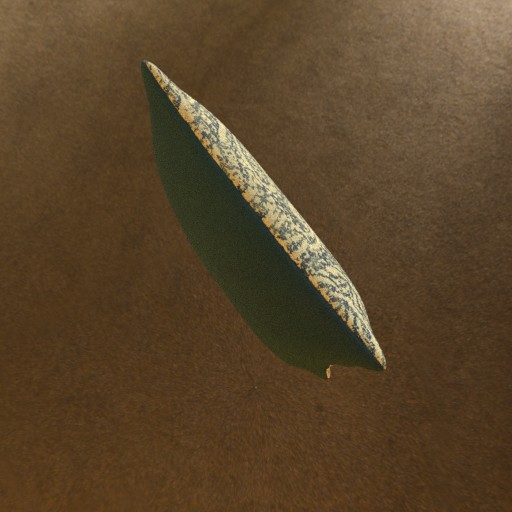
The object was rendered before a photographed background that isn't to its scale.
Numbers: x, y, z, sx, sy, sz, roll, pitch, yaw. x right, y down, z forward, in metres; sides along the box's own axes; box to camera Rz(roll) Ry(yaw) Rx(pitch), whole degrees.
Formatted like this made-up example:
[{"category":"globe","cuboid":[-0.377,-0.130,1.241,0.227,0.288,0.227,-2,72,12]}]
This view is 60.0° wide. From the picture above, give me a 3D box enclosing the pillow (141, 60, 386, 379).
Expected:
[{"category":"pillow","cuboid":[0.000,0.000,0.799,0.166,0.510,0.523,-35,77,-10]}]
